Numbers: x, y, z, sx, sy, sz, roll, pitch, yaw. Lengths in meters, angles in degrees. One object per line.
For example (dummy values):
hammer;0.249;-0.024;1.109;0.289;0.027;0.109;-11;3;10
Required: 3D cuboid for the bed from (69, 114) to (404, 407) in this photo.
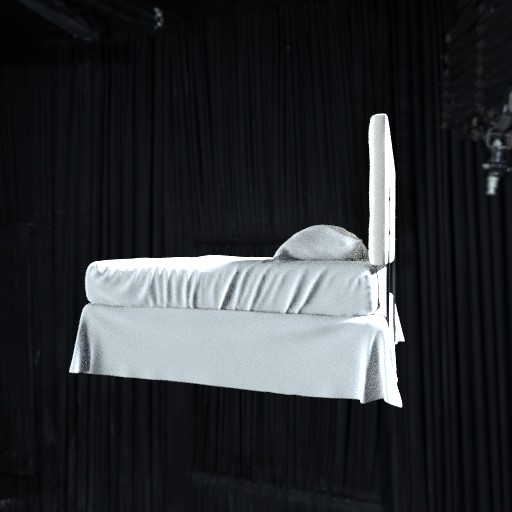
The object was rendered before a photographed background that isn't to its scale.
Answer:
bed;0.000;0.000;3.507;2.222;1.577;1.936;0;0;19
